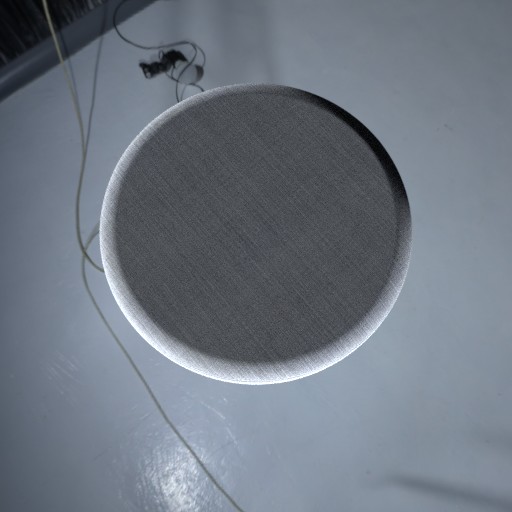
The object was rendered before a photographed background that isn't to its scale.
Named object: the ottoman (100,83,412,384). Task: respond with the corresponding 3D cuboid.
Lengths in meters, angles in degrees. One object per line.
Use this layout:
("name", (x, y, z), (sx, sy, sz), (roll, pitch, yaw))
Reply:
("ottoman", (0.000, 0.000, 0.746), (0.400, 0.406, 0.400), (0, 77, 0))
